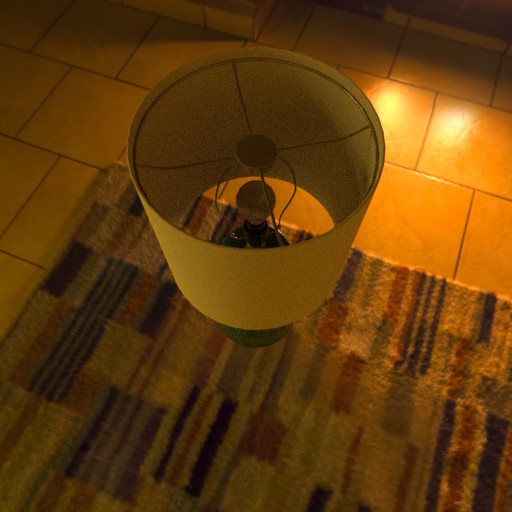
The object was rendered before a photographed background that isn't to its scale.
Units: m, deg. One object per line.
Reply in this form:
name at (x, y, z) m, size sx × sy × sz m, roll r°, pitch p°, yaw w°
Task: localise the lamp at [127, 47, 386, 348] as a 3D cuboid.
lamp at (0.000, 0.000, 0.568) m, size 0.211 × 0.455 × 0.211 m, roll 2°, pitch 64°, yaw 1°
